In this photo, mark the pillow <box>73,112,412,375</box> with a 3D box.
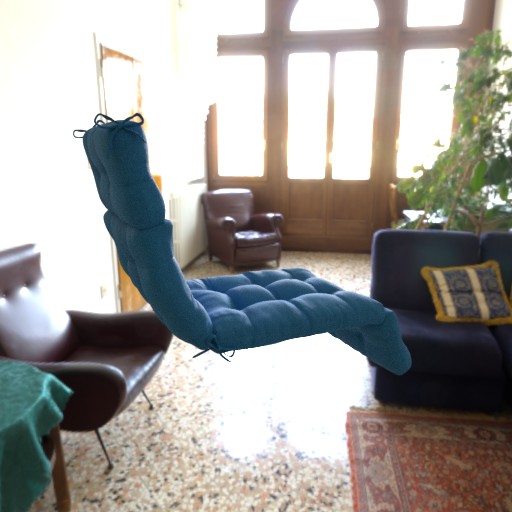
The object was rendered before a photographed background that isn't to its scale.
[{"bbox_3d":[0.000,0.000,1.464,1.016,0.863,0.526,-7,15,-26],"label":"pillow"}]
